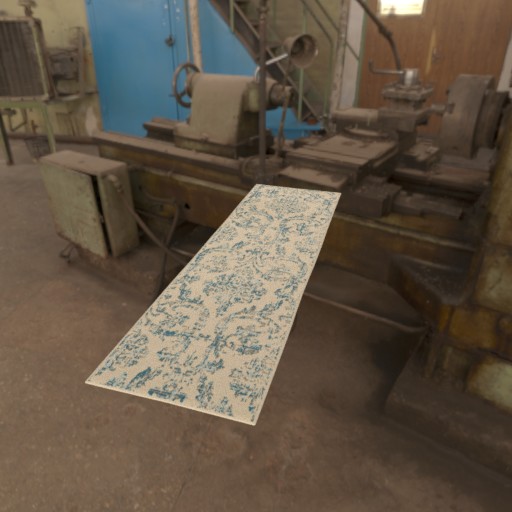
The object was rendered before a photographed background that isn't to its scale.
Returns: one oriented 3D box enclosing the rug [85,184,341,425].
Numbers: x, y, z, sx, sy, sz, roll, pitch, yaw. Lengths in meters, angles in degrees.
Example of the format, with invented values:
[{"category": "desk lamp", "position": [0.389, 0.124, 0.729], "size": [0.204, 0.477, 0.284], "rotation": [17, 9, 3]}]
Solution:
[{"category": "rug", "position": [0.000, 0.000, 2.473], "size": [0.662, 0.011, 2.196], "rotation": [8, 30, 15]}]
